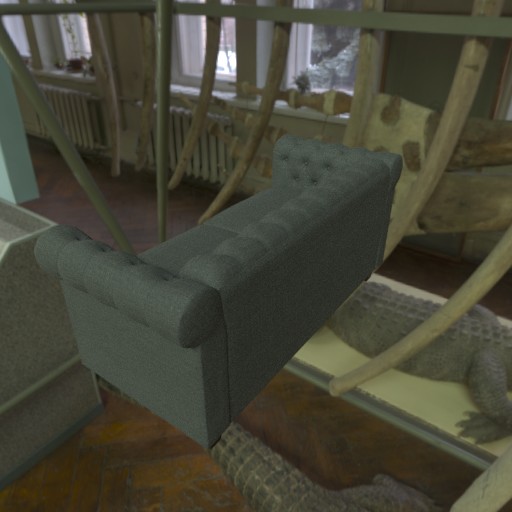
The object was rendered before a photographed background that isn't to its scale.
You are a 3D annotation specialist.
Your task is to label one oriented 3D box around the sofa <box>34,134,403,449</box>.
[{"bbox_3d":[0.000,0.000,2.232,0.783,0.797,1.798,20,36,31],"label":"sofa"}]
